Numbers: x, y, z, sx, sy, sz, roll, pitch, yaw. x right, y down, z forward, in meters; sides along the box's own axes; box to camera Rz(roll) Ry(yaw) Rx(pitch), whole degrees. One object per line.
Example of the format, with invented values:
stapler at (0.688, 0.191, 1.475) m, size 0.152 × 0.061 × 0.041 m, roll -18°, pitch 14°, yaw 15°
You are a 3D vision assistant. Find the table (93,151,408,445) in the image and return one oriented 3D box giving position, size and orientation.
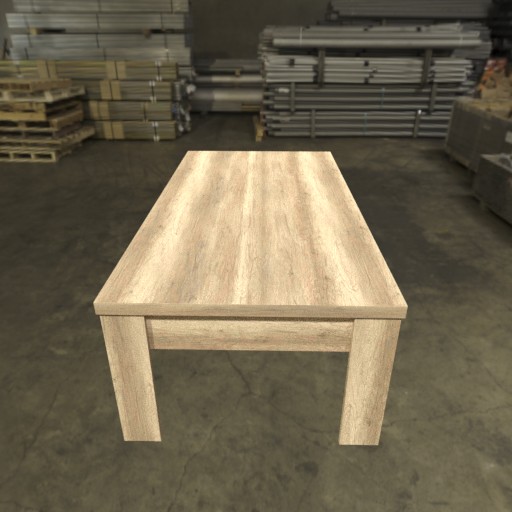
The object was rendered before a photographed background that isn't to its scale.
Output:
table at (0.000, 0.000, 1.690) m, size 0.700 × 0.460 × 1.350 m, roll 1°, pitch 27°, yaw 1°
